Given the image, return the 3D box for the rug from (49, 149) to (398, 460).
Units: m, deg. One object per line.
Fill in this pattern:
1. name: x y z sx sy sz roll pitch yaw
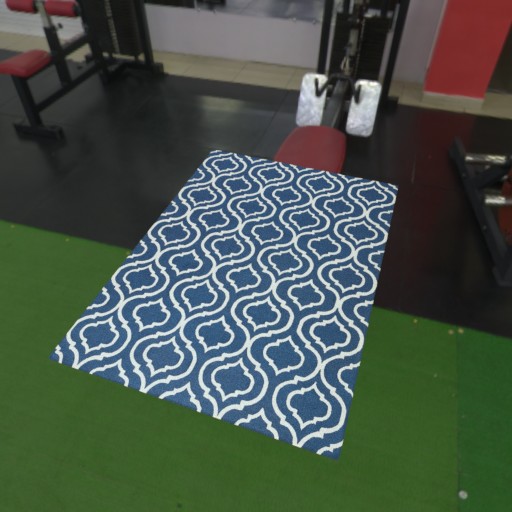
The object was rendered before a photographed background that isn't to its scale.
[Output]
1. rug: 0.000 0.000 2.818 1.524 0.010 2.134 14 47 14
